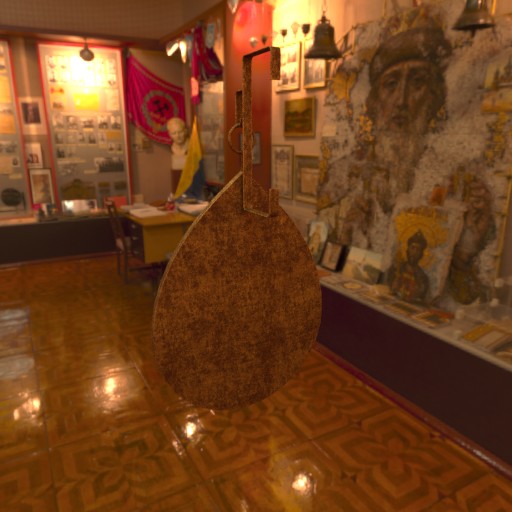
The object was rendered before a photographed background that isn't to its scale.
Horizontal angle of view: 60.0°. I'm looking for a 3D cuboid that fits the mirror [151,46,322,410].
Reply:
[{"bbox_3d":[0.000,0.000,0.881,0.405,0.744,0.144,-7,17,-26],"label":"mirror"}]
